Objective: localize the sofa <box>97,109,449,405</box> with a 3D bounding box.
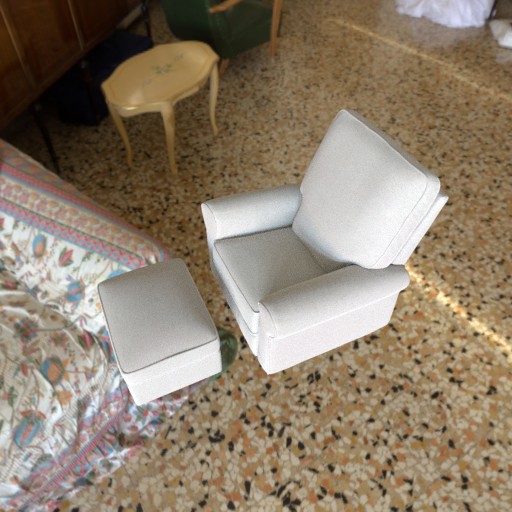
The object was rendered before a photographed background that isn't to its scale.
[{"bbox_3d":[0.000,0.000,2.100,1.478,0.959,0.880,-19,49,-17],"label":"sofa"}]
